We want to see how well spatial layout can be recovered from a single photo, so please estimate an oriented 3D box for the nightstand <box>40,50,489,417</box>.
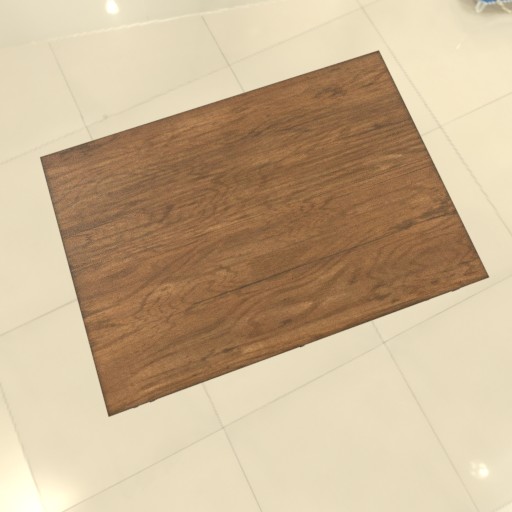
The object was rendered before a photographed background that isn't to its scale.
[{"bbox_3d":[0.000,0.000,1.007,0.610,0.610,0.446,-19,77,-4],"label":"nightstand"}]
